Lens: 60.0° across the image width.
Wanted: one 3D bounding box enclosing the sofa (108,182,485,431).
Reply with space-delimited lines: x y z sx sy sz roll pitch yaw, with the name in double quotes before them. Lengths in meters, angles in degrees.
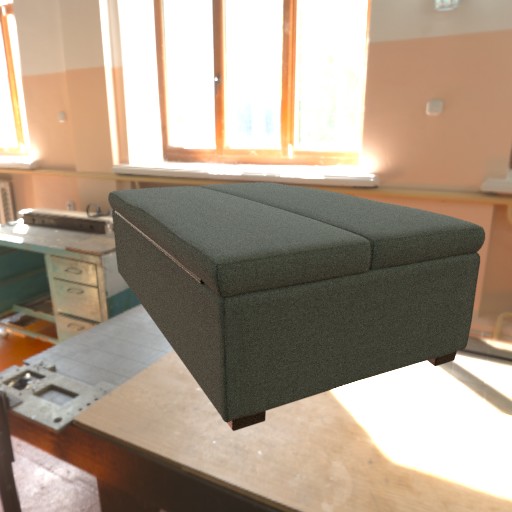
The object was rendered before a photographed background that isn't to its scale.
"sofa" 0.000 0.000 1.596 0.817 0.434 1.250 -8 17 -26
